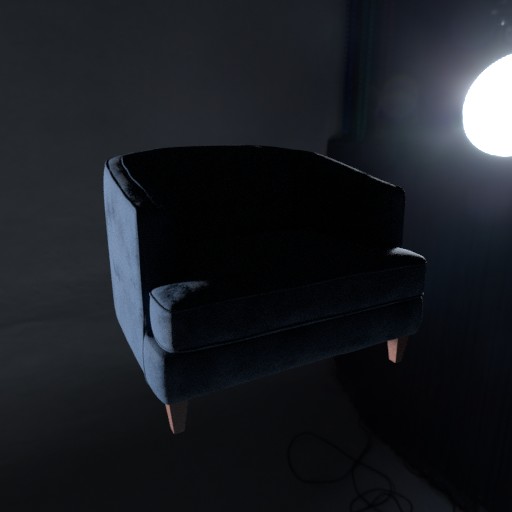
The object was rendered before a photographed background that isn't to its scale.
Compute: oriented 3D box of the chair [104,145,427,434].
[{"bbox_3d":[0.000,0.000,1.818,1.094,0.852,0.940,-8,18,-27],"label":"chair"}]
